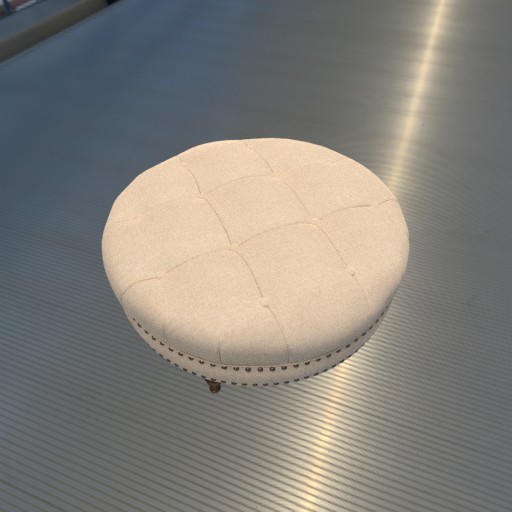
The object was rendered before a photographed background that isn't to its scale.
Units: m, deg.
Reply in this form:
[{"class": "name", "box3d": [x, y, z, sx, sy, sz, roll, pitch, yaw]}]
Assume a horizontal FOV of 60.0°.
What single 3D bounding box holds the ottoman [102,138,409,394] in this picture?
[{"class": "ottoman", "box3d": [0.000, 0.000, 1.496, 0.940, 0.483, 0.940, 0, 46, 0]}]
